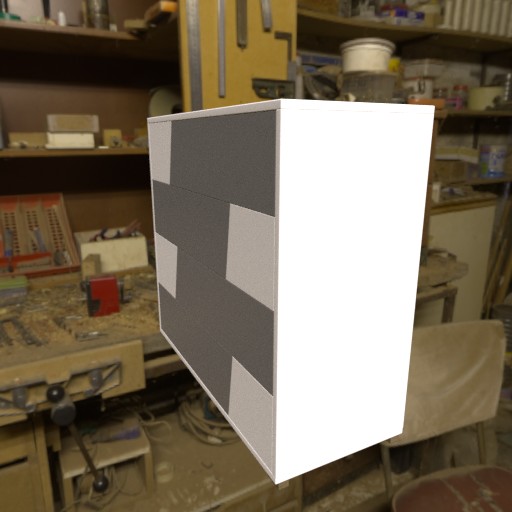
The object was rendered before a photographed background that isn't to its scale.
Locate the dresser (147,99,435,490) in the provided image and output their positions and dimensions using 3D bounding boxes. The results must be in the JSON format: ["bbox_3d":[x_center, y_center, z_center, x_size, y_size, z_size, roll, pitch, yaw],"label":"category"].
[{"bbox_3d":[0.000,0.000,1.632,0.460,1.000,1.100,-8,17,-27],"label":"dresser"}]
